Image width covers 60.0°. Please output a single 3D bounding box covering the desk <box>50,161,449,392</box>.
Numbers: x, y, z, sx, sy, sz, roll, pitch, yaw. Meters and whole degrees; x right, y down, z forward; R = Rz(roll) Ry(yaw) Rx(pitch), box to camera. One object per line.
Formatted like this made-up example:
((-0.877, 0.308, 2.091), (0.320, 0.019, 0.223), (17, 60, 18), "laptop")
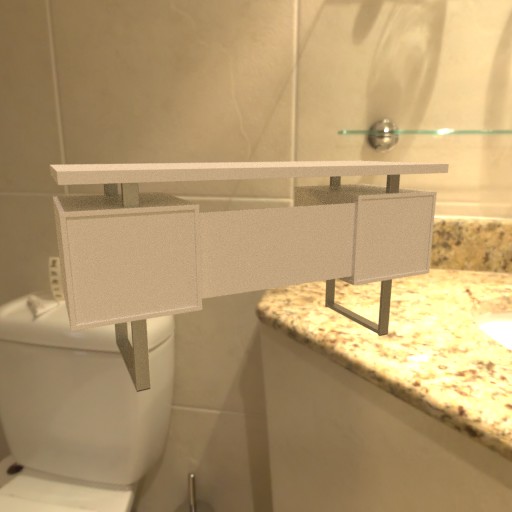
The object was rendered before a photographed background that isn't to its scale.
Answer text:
((0.000, 0.000, 1.908), (1.530, 0.773, 0.603), (-6, 15, -25), "desk")
